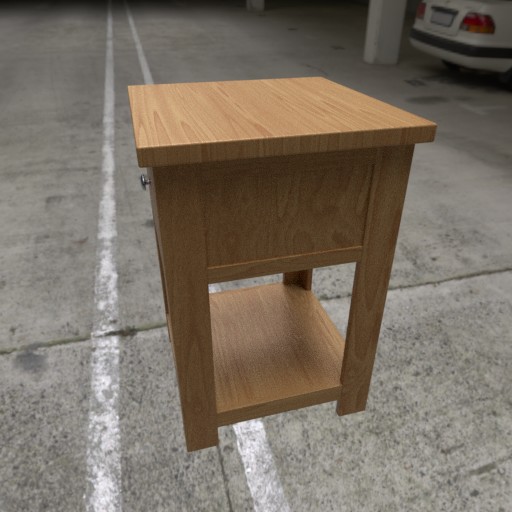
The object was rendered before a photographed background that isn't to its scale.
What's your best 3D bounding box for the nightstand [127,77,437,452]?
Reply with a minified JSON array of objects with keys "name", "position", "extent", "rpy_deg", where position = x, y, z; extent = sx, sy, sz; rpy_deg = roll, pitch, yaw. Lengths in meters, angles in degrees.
[{"name":"nightstand","position":[0.000,0.000,0.914],"extent":[0.418,0.614,0.428],"rpy_deg":[-8,32,-13]}]
